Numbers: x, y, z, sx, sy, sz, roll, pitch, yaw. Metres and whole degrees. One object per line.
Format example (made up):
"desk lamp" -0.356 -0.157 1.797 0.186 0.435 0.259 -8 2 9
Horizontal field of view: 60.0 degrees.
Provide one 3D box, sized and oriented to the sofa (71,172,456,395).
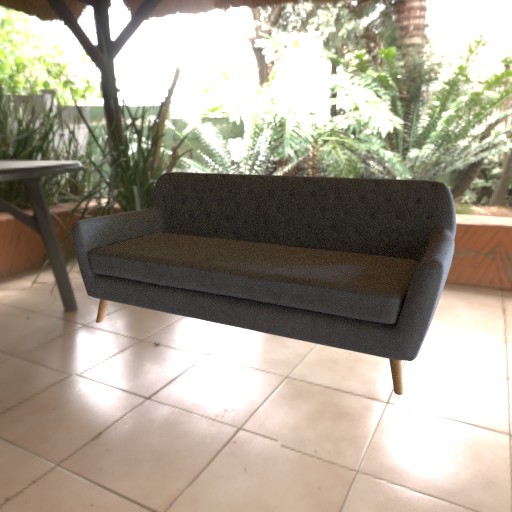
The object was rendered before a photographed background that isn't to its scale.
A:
"sofa" 0.000 0.000 2.441 1.970 0.830 0.830 7 16 26
